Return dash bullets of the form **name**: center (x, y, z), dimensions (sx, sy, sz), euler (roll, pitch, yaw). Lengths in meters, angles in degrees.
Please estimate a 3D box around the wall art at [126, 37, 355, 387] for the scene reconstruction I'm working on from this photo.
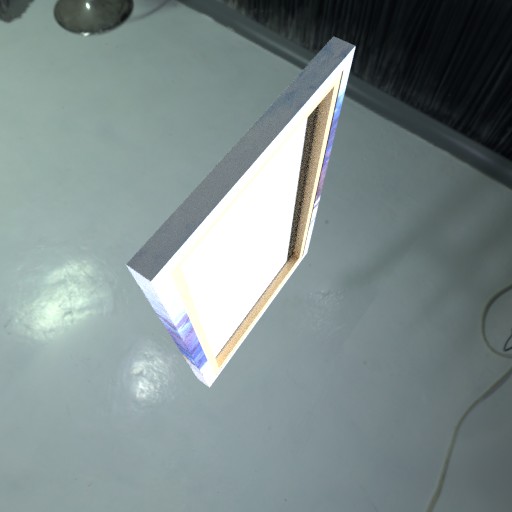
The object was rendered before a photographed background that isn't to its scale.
- **wall art**: center (0.000, 0.000, 1.126), dimensions (0.048, 0.874, 0.583), euler (32, 68, 14)
